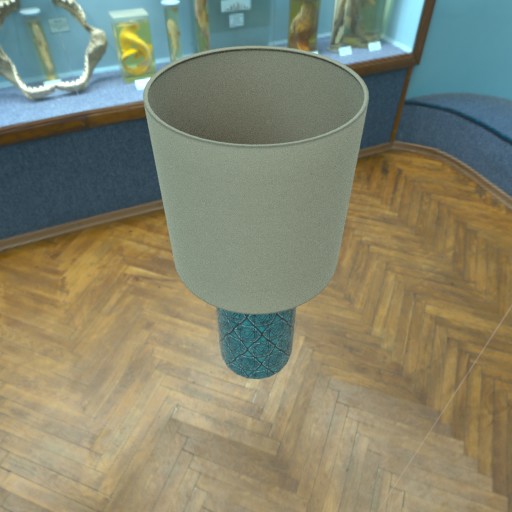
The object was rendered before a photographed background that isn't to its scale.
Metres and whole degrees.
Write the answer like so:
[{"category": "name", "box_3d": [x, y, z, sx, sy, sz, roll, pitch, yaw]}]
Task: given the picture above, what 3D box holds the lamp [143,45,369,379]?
[{"category": "lamp", "box_3d": [0.000, 0.000, 0.765, 0.278, 0.597, 0.278, -16, 47, -16]}]
